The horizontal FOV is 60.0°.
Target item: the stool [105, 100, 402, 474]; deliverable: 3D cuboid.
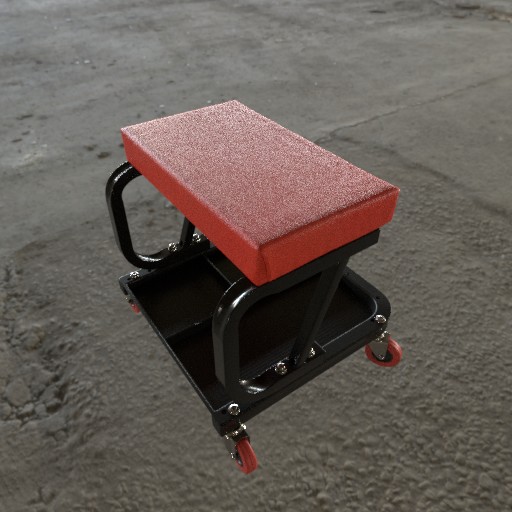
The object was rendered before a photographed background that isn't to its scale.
[{"bbox_3d":[0.000,0.000,0.731,0.371,0.380,0.446,-24,45,-26],"label":"stool"}]
